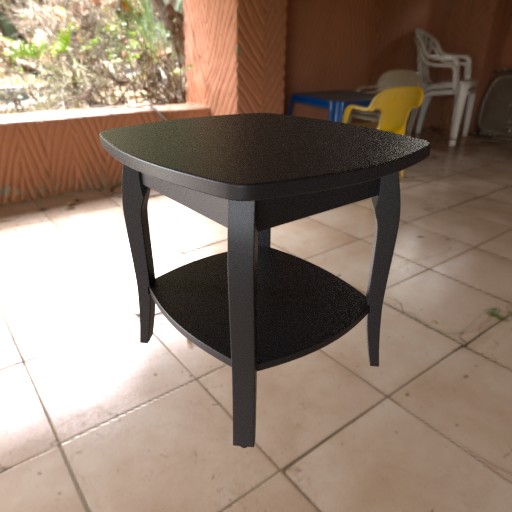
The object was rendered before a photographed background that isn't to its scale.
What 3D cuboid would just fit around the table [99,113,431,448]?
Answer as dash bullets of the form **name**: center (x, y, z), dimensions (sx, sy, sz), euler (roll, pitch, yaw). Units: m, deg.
- **table**: center (0.000, 0.000, 0.862), dimensions (0.457, 0.457, 0.508), euler (-19, 32, -34)
